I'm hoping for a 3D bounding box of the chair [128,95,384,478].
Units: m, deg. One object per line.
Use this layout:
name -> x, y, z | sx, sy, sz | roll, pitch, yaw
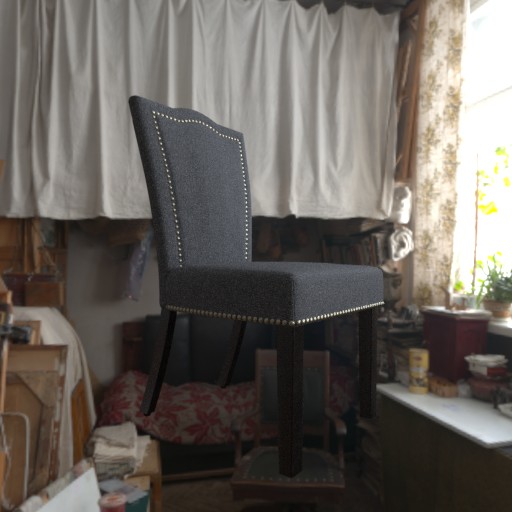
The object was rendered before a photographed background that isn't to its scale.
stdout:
chair -> 0.000, 0.000, 1.290 | 0.589, 0.946, 0.518 | 0, 0, 37
